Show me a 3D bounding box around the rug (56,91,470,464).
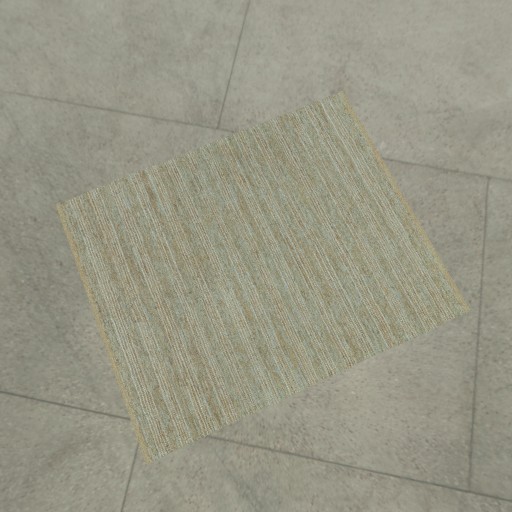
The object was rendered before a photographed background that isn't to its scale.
[{"bbox_3d":[0.000,0.000,4.036,3.034,0.012,2.471,-23,76,-6],"label":"rug"}]
